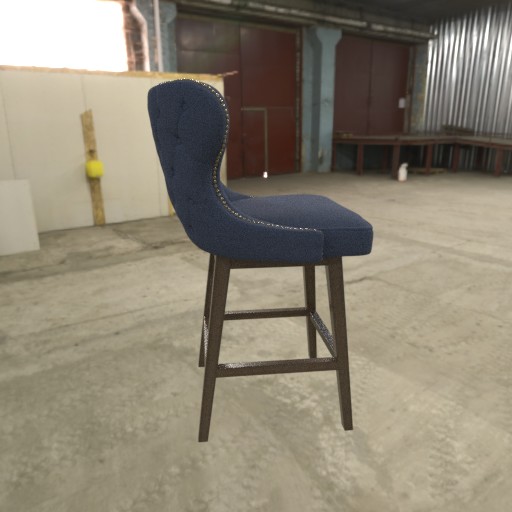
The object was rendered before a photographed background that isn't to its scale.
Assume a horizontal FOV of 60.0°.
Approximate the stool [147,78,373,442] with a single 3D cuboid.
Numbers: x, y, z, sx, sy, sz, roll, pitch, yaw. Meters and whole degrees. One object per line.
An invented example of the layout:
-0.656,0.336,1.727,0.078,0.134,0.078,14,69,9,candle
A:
0.000,0.000,1.372,0.597,0.972,0.615,-2,16,-7,stool
